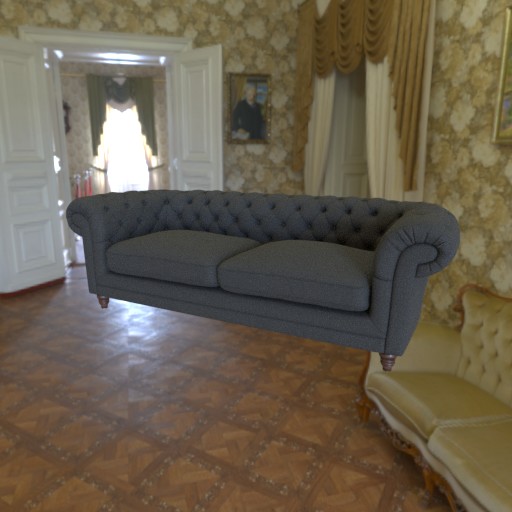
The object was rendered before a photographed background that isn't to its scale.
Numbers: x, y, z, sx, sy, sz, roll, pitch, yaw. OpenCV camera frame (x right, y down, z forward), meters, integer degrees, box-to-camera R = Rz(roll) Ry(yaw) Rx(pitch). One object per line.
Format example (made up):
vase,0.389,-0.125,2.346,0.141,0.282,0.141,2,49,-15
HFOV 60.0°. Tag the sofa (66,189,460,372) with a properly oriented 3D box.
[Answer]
sofa,0.000,0.000,2.833,2.362,0.762,0.991,7,15,27
